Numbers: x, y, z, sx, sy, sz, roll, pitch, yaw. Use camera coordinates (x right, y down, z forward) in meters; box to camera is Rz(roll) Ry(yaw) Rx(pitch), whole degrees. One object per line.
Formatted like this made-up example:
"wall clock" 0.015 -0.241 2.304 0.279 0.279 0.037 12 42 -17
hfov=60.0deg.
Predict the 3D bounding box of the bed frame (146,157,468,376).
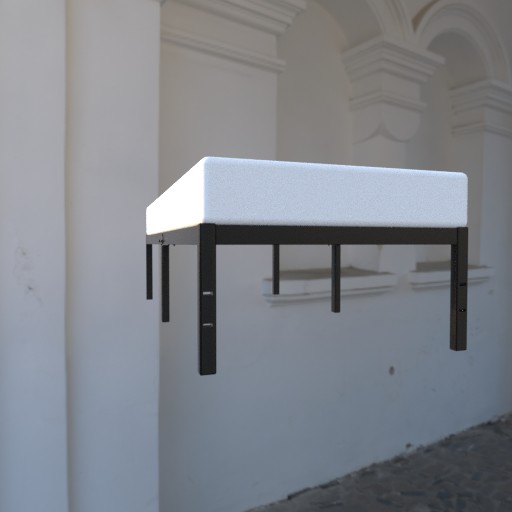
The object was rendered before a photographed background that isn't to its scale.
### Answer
"bed frame" 0.000 0.000 2.399 1.023 0.659 1.950 -1 2 -19
